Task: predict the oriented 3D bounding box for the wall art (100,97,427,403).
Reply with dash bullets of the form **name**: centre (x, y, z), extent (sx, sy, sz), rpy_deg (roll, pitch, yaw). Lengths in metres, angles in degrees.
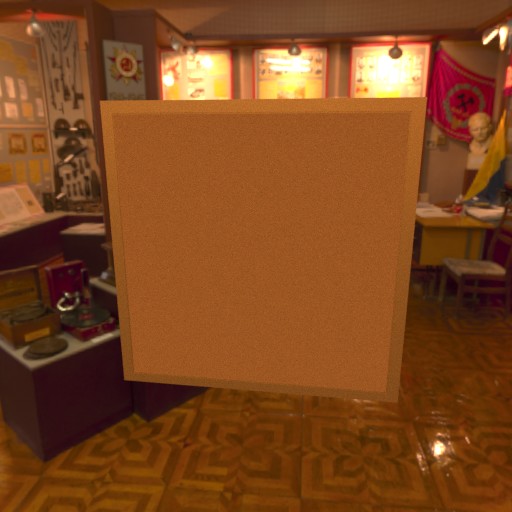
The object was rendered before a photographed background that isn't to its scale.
- **wall art**: centre (0.000, 0.000, 2.888), extent (1.926, 1.926, 0.099), rpy_deg (2, 15, 8)
